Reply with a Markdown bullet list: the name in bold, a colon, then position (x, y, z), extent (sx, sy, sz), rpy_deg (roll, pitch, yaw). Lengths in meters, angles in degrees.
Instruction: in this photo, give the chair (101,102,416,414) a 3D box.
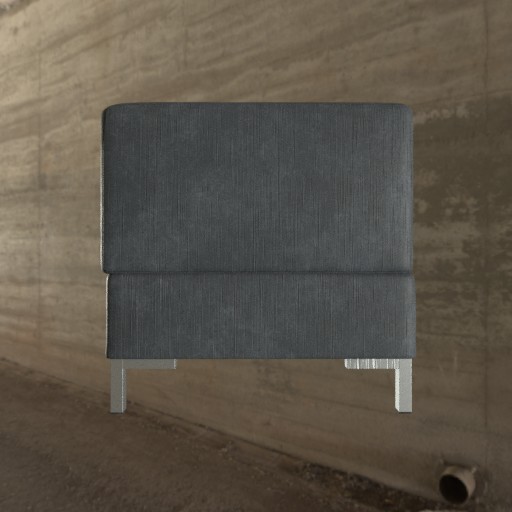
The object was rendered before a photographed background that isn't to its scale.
- **chair**: position (0.000, 0.000, 1.243), extent (0.680, 0.660, 0.680), rpy_deg (0, 0, 0)
